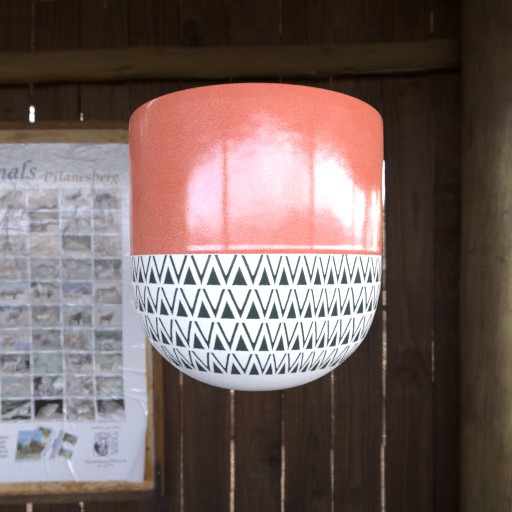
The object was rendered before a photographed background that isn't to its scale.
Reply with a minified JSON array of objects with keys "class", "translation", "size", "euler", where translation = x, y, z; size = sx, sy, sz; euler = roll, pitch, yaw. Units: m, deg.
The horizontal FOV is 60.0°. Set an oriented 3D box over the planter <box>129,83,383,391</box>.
[{"class":"planter","translation":[0.000,0.000,0.480],"size":[0.266,0.270,0.266],"euler":[0,-1,0]}]
